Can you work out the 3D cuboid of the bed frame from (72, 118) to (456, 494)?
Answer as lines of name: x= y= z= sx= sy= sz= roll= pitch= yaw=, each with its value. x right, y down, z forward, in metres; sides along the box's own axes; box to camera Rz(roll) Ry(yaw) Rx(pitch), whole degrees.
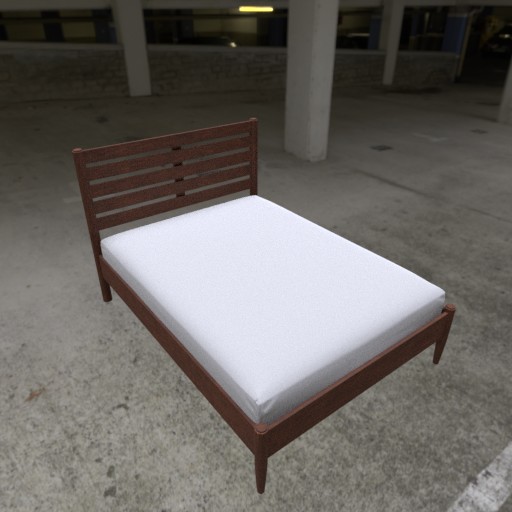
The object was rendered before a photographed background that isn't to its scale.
bed frame: x=0.000 y=0.000 z=3.176 sx=1.655 sy=1.321 sz=2.234 roll=-21 pitch=36 yaw=-32
